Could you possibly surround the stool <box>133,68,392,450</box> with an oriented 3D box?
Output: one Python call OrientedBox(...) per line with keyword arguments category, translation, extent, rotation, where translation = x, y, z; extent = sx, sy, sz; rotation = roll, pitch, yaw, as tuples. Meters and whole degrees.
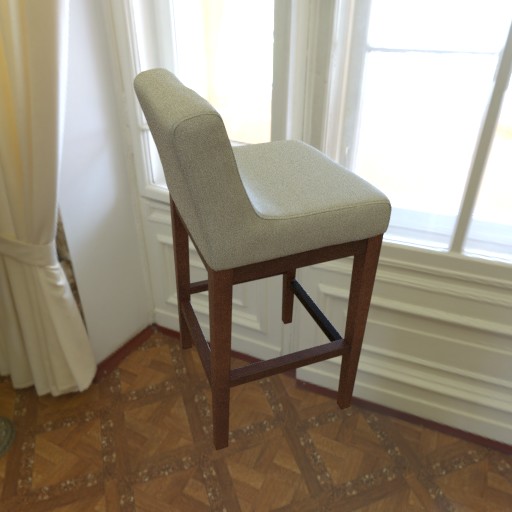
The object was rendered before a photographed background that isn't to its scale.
OrientedBox(category="stool", translation=(0.000, 0.000, 1.237), extent=(0.500, 0.937, 0.511), rotation=(-11, 33, -17))
